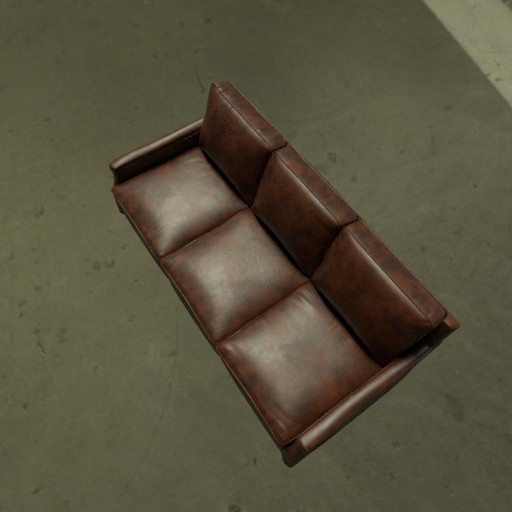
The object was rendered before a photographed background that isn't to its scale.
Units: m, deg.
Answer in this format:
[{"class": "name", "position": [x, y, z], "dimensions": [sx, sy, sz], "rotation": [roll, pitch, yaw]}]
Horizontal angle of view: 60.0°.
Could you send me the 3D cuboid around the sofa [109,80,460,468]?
[{"class": "sofa", "position": [0.000, 0.000, 2.845], "dimensions": [1.084, 1.003, 2.240], "rotation": [-31, 66, -15]}]
